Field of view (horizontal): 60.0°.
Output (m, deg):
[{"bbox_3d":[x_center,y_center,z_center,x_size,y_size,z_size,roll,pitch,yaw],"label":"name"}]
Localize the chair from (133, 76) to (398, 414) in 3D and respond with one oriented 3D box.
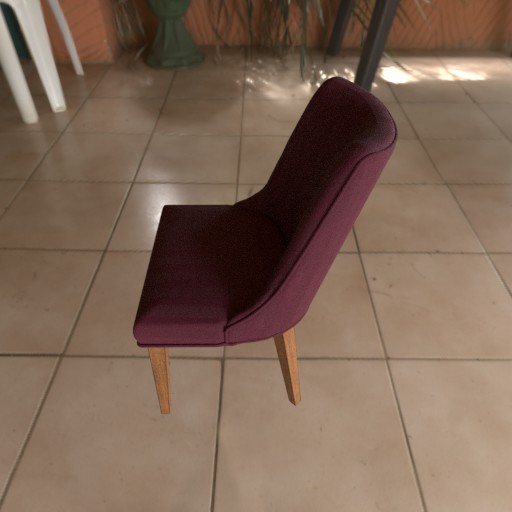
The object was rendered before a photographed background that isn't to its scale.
[{"bbox_3d":[0.000,0.000,1.319,0.638,0.916,0.548,0,42,-1],"label":"chair"}]
